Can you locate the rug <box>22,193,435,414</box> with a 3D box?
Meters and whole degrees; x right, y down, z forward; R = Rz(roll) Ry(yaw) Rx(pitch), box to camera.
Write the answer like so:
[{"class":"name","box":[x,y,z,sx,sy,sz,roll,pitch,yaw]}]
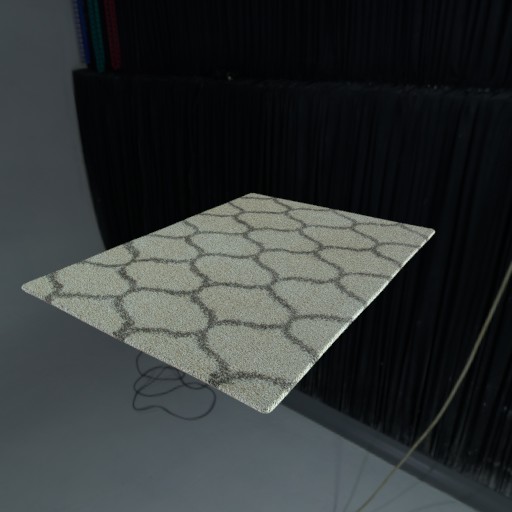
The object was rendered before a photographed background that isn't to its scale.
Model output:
[{"class":"rug","box":[0.000,0.000,2.064,1.200,0.025,1.600,16,29,32]}]
